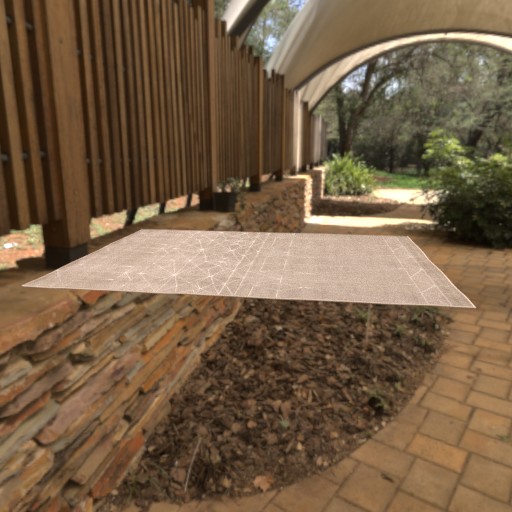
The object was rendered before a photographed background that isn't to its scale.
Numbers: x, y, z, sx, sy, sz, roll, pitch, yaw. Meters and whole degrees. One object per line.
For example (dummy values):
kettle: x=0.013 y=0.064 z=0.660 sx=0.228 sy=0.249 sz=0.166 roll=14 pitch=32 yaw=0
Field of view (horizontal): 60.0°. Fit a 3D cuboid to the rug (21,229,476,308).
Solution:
rug: x=0.000 y=0.000 z=4.393 sx=3.357 sy=0.019 sz=2.449 roll=2 pitch=14 yaw=8
